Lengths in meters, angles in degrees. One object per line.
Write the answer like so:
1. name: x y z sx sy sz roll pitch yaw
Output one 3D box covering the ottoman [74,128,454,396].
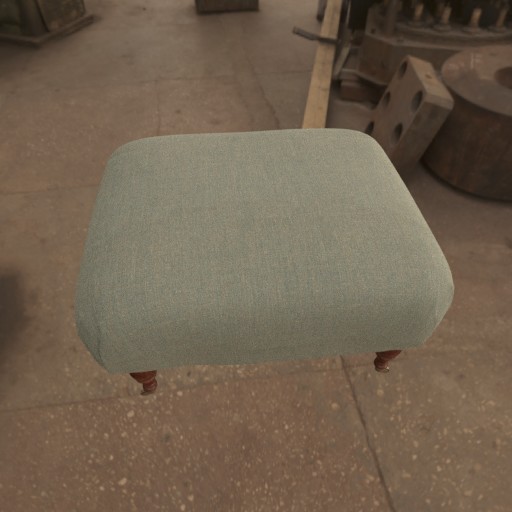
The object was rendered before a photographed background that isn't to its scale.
1. ottoman: 0.000 0.000 1.110 0.747 0.450 0.622 -4 45 -4
